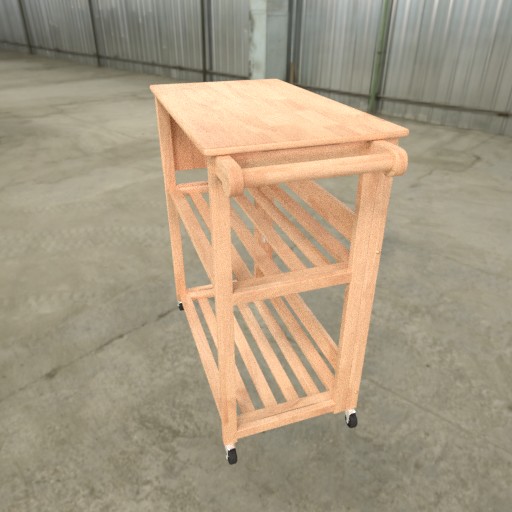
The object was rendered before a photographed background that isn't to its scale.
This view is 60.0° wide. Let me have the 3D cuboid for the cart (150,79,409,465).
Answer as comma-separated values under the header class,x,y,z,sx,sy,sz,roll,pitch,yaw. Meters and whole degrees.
class,x,y,z,sx,sy,sz,roll,pitch,yaw
cart,0.000,0.000,1.337,0.432,0.879,0.853,-10,31,-16
